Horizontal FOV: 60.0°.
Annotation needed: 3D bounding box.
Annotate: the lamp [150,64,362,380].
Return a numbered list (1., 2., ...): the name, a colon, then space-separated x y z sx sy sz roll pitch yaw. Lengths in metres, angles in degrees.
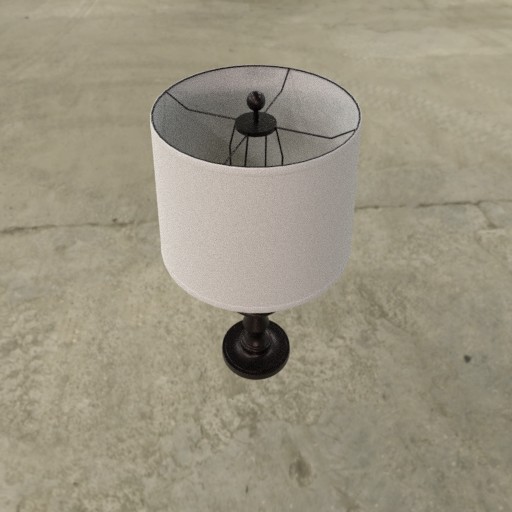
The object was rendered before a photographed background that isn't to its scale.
1. lamp: 0.000 0.000 0.943 0.383 0.726 0.383 0 46 0
